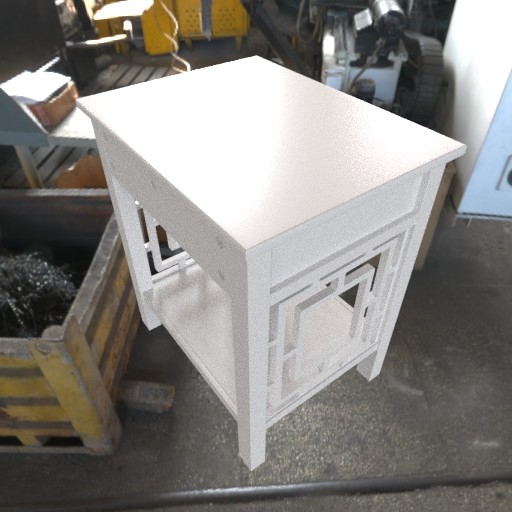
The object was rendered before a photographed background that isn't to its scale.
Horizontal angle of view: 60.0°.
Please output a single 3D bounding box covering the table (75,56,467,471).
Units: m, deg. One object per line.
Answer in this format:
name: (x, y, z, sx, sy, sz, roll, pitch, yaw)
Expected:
table: (0.000, 0.000, 0.998, 0.451, 0.646, 0.564, -26, 48, -27)
